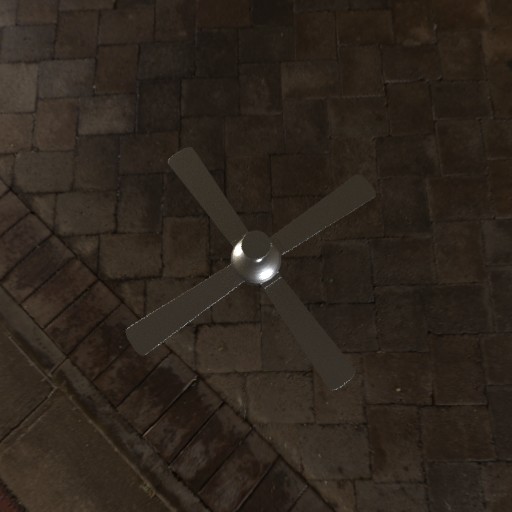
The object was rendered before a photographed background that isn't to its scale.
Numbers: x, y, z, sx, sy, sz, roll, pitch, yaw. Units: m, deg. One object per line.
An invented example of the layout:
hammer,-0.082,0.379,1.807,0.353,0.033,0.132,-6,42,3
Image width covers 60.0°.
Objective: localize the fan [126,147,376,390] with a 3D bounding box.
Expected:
fan,0.000,0.000,2.041,1.321,0.381,1.321,-14,76,-4
